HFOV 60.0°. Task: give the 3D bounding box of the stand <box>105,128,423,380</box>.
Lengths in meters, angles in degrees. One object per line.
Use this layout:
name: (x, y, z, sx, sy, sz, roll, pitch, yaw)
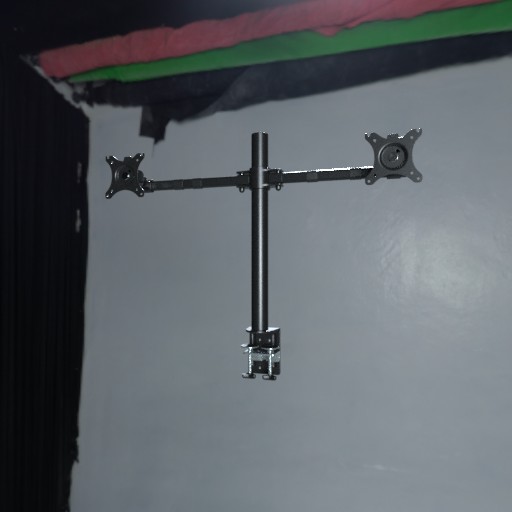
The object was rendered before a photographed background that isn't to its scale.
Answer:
stand: (0.000, 0.000, 1.063, 0.743, 0.603, 0.150, 0, -1, 18)
